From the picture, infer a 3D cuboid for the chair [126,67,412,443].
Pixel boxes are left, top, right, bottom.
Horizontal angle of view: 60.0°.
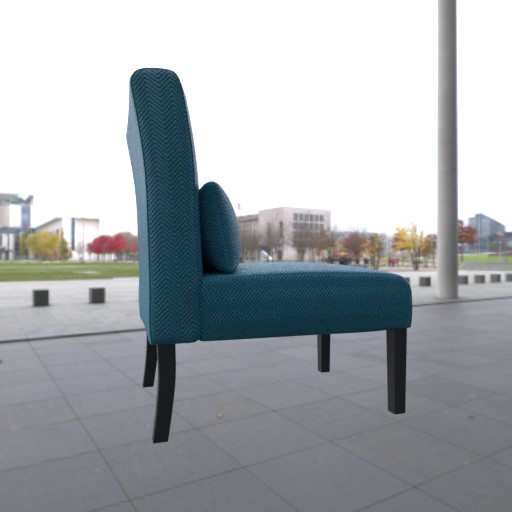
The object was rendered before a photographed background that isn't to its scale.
[{"bbox_3d":[0.000,0.000,1.446,0.808,0.927,0.579,0,0,-17],"label":"chair"}]
